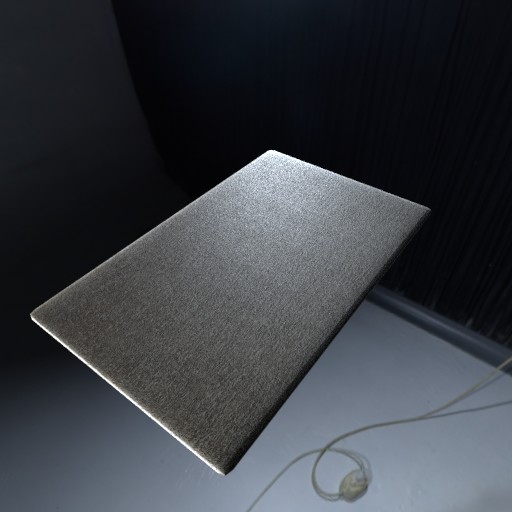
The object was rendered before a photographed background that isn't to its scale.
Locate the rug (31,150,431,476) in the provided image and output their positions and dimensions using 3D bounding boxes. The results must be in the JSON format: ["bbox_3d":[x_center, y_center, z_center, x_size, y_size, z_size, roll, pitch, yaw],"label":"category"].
[{"bbox_3d":[0.000,0.000,3.015,1.539,0.024,2.469,27,49,26],"label":"rug"}]
